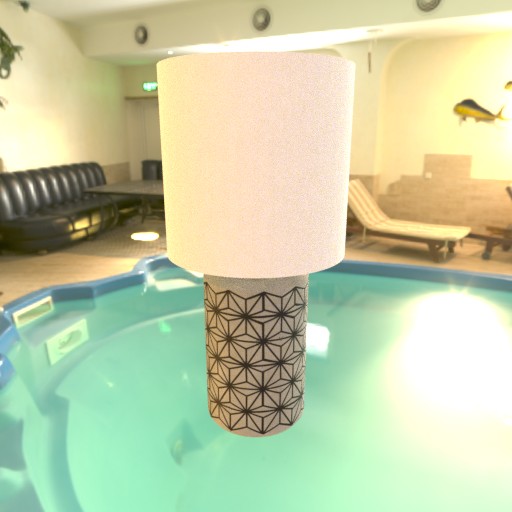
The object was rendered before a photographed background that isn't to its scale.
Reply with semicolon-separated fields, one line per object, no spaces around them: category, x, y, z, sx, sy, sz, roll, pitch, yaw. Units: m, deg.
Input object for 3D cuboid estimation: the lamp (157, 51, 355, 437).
lamp;0.000;0.000;0.527;0.206;0.416;0.206;3;16;9
